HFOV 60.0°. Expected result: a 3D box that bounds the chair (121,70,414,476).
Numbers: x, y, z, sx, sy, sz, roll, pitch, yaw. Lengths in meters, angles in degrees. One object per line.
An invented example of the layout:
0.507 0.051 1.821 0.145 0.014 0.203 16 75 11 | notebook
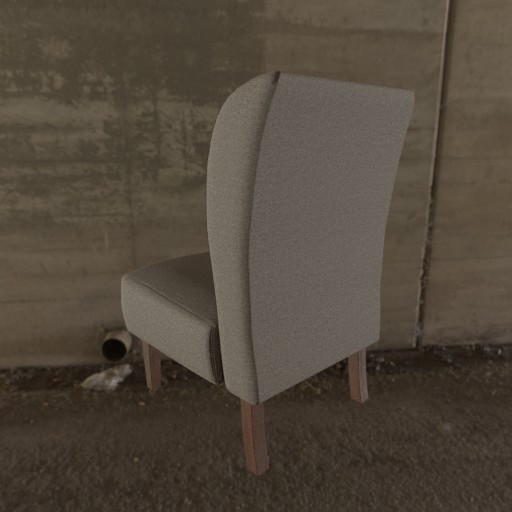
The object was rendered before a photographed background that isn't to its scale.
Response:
0.000 0.000 1.154 0.513 0.804 0.592 -14 20 -42 | chair
